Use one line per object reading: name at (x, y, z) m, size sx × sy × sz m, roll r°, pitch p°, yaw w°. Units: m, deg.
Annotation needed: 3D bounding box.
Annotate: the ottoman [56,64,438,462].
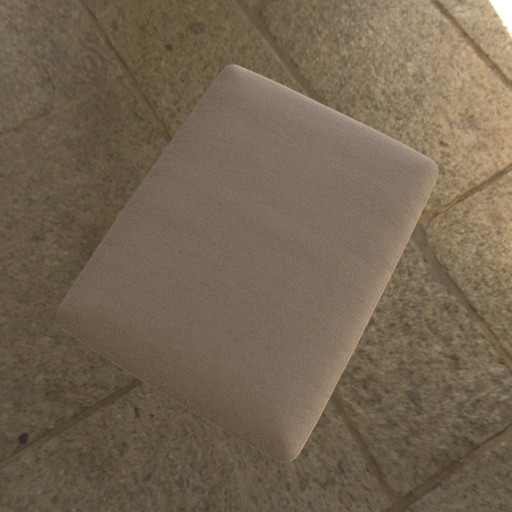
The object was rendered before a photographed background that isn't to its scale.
ottoman at (0.000, 0.000, 1.133) m, size 0.606 × 0.420 × 0.771 m, roll 29°, pitch 76°, yaw 8°
